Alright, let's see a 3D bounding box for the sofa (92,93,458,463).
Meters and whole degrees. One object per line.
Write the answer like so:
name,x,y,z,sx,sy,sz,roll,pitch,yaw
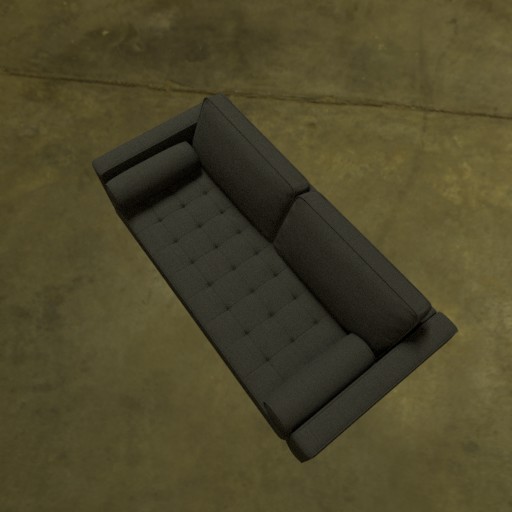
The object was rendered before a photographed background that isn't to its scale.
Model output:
sofa,0.000,0.000,2.380,0.914,0.759,1.875,-34,68,-16
